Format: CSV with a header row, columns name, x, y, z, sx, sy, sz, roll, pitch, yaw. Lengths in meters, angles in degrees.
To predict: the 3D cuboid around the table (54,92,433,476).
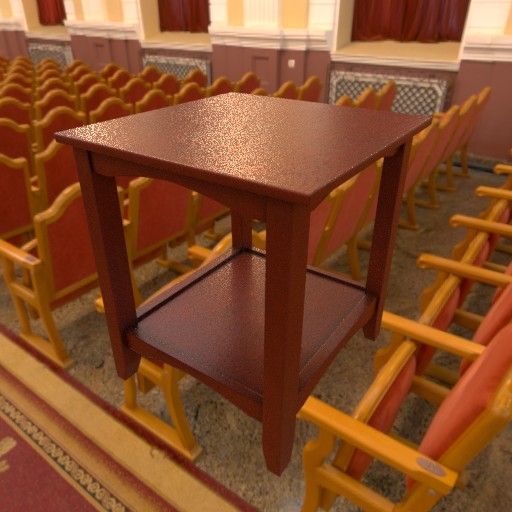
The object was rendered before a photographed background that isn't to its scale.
name,x,y,z,sx,sy,sz,roll,pitch,yaw
table,0.000,0.000,0.955,0.522,0.558,0.523,21,35,32
